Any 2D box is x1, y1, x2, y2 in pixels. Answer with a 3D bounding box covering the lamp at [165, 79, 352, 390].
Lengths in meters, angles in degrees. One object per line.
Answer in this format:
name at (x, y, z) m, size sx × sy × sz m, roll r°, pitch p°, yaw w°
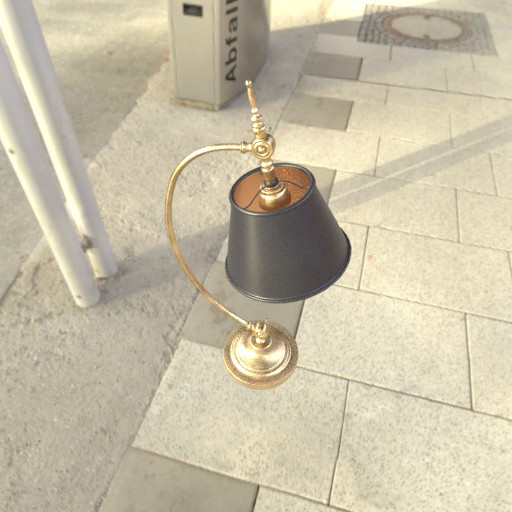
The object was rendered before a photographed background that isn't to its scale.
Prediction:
lamp at (0.000, 0.000, 0.838) m, size 0.344 × 0.675 × 0.235 m, roll 10°, pitch 46°, yaw 9°
